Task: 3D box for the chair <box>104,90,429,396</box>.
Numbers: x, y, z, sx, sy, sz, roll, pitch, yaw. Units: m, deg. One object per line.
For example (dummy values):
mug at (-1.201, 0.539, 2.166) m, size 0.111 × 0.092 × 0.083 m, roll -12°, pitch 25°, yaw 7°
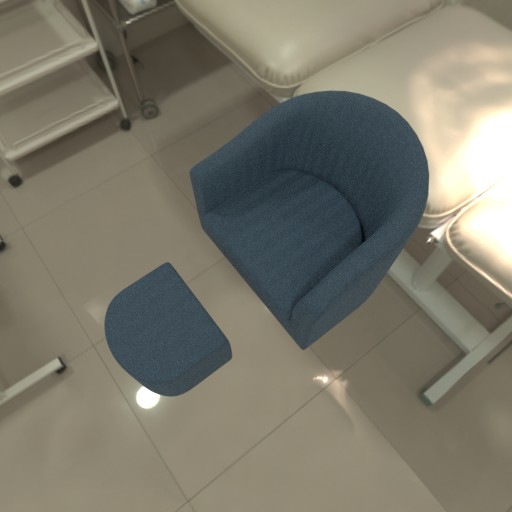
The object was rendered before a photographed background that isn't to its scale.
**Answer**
chair at (0.000, 0.000, 1.739) m, size 1.288 × 0.757 × 0.756 m, roll -34°, pitch 68°, yaw -16°
